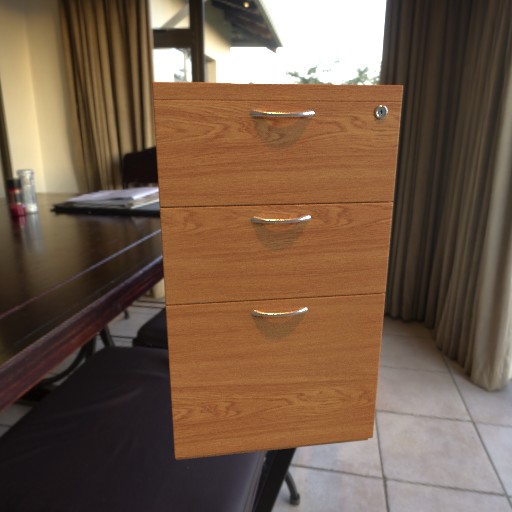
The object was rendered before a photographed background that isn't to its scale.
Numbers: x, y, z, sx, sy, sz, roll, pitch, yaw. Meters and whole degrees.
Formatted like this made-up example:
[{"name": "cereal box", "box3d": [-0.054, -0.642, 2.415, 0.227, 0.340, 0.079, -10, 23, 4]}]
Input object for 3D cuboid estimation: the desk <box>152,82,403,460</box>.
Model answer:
[{"name": "desk", "box3d": [0.000, 0.000, 1.075, 0.404, 0.730, 0.600, -2, 16, -8]}]
